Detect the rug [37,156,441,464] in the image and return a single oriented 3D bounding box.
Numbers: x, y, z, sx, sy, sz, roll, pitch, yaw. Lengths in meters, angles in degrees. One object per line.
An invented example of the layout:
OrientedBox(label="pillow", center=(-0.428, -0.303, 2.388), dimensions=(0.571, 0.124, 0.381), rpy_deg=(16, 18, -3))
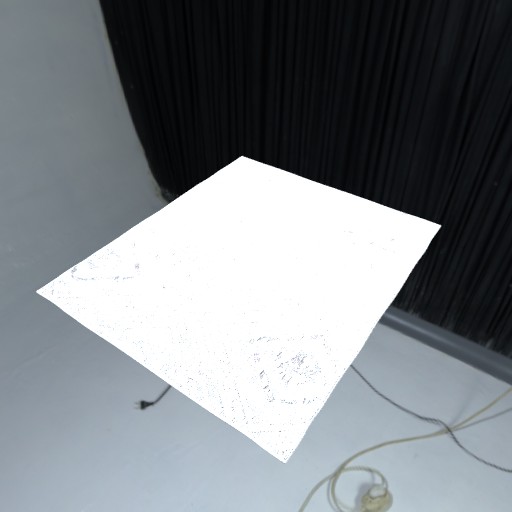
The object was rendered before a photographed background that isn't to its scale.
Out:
OrientedBox(label="rug", center=(0.000, 0.000, 0.898), dimensions=(0.548, 0.006, 0.639), rpy_deg=(25, 47, 26))
